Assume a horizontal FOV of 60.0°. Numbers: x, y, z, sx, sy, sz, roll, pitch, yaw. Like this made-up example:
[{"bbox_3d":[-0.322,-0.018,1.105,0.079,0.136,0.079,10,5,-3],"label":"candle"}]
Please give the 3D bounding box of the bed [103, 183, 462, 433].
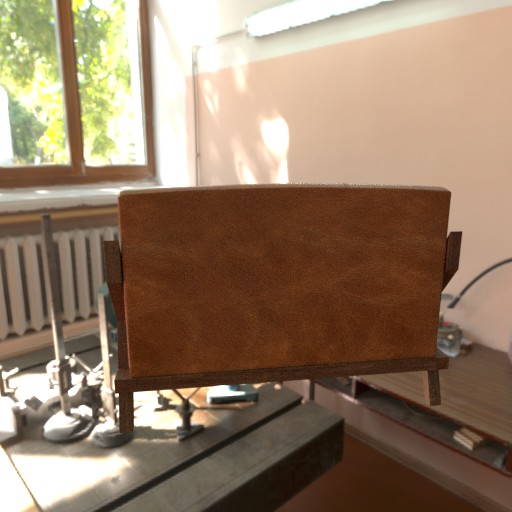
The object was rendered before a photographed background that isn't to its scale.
[{"bbox_3d":[0.000,0.000,3.188,1.651,1.168,2.311,-2,13,-8],"label":"bed"}]
